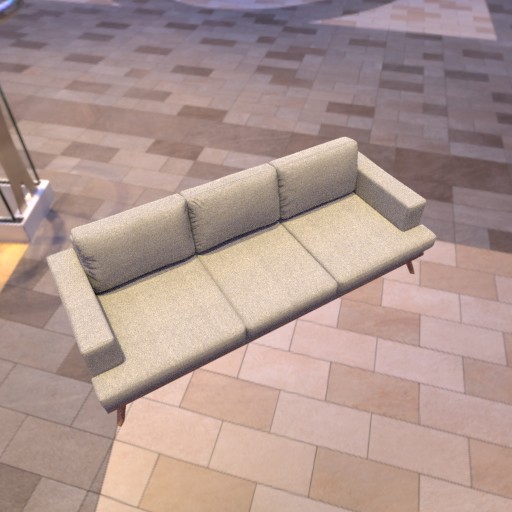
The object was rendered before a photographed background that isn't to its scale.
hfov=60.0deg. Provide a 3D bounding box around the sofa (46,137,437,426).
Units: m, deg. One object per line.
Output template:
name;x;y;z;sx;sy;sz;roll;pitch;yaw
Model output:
sofa;0.000;0.000;2.818;2.310;0.810;0.920;-23;50;-21
